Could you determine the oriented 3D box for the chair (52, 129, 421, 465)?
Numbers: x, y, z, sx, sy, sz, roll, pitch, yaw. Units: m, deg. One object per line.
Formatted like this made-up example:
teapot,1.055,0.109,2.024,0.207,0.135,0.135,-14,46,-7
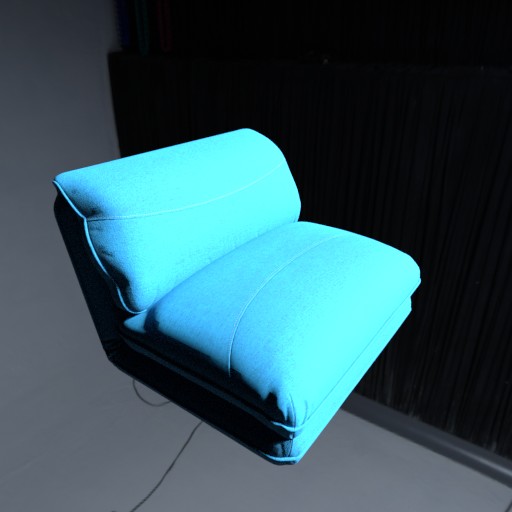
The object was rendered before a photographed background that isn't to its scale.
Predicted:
chair,0.000,0.000,1.306,0.780,0.580,0.820,18,31,32
